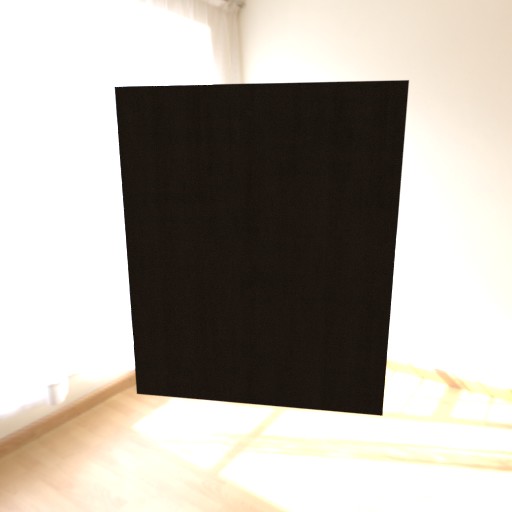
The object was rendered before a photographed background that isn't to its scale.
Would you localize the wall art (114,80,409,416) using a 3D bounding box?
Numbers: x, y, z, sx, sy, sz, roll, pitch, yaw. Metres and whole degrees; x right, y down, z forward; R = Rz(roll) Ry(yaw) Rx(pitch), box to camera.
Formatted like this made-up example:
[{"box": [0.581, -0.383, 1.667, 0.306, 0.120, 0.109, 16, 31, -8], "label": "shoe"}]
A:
[{"box": [0.000, 0.000, 0.761, 0.455, 0.552, 0.034, 2, 14, 9], "label": "wall art"}]
